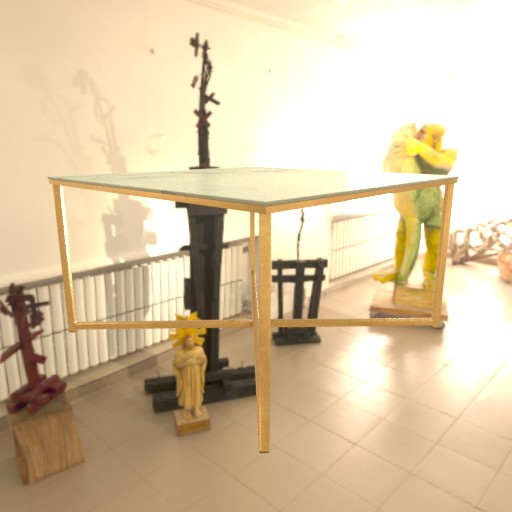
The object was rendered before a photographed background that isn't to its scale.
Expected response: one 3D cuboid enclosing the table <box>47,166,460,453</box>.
[{"bbox_3d":[0.000,0.000,1.267,0.800,0.450,0.800,13,19,42],"label":"table"}]
